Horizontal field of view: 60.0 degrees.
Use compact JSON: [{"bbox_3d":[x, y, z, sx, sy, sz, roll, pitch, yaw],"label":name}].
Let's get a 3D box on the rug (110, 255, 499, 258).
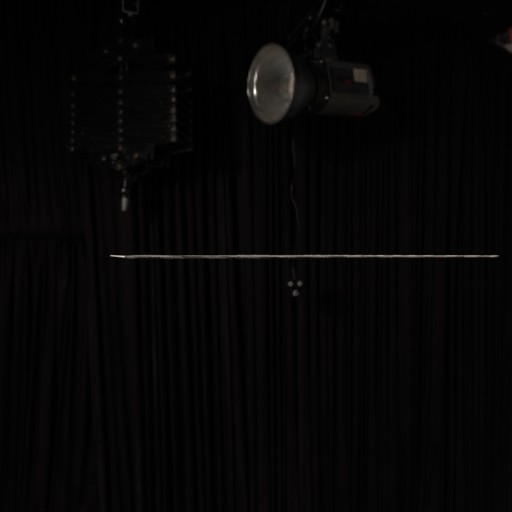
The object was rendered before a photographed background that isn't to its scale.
[{"bbox_3d":[0.000,0.000,4.001,2.432,0.013,3.021,0,0,-19],"label":"rug"}]
